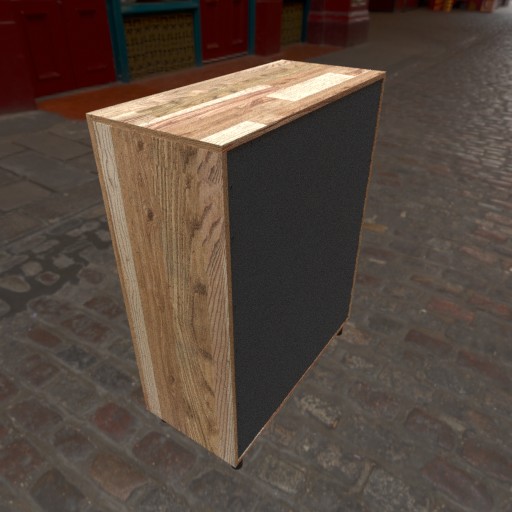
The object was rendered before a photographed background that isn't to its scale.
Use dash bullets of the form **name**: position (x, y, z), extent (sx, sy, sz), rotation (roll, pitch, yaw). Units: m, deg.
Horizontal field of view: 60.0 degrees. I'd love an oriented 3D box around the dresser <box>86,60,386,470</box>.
- **dresser**: position (0.000, 0.000, 1.716), extent (0.480, 1.243, 0.966), rotation (20, 38, 28)
